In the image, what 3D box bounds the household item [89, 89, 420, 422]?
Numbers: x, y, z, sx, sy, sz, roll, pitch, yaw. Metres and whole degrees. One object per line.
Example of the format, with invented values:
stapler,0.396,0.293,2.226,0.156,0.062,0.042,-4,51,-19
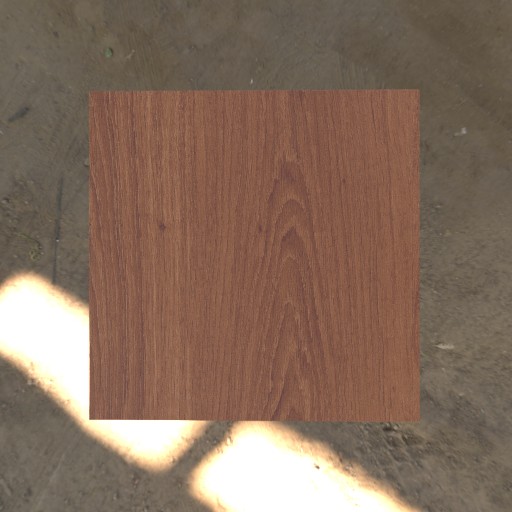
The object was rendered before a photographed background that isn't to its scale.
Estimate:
household item,0.000,0.000,0.736,0.400,0.400,0.400,0,90,1
